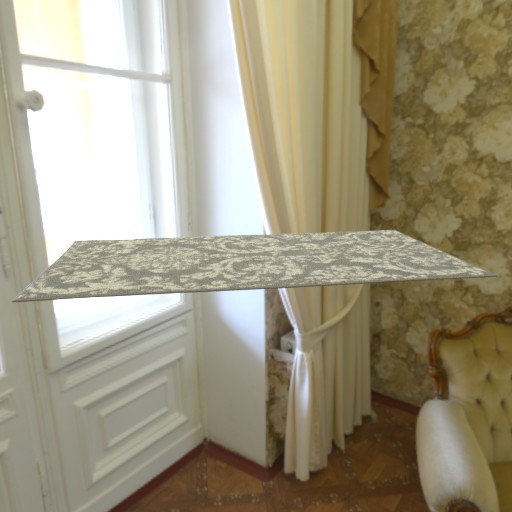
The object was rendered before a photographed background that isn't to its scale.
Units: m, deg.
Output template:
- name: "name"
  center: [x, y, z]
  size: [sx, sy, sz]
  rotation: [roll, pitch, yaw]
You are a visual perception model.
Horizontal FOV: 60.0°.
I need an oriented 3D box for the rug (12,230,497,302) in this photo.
- name: "rug"
  center: [0.000, 0.000, 1.386]
  size: [1.219, 0.007, 0.604]
  rotation: [-2, 15, -9]
